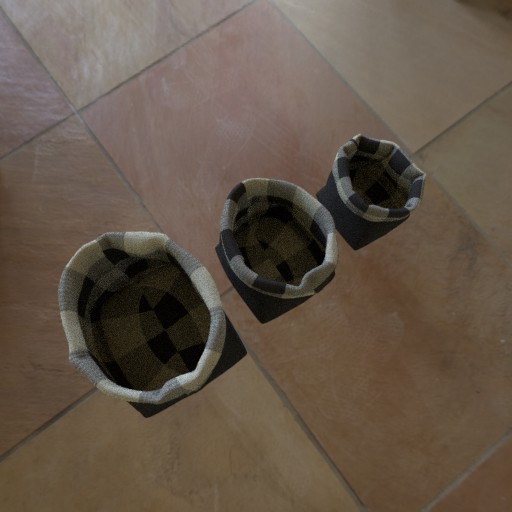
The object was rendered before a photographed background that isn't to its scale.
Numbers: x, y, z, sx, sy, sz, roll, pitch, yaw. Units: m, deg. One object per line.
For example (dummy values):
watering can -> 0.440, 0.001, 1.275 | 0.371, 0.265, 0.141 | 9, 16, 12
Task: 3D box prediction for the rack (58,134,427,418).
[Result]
rack -> 0.000, 0.000, 1.044 | 0.889, 0.329, 0.370 | -33, 78, -8
